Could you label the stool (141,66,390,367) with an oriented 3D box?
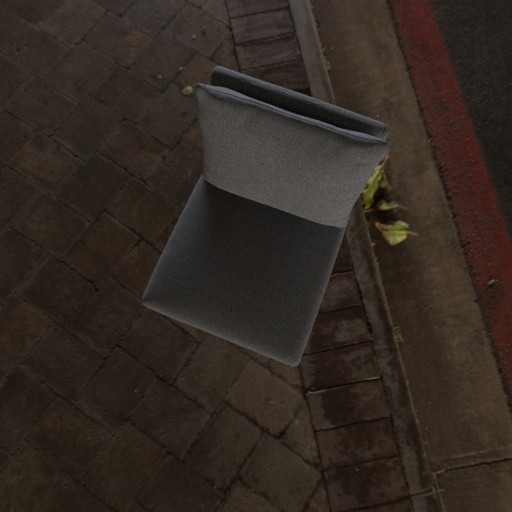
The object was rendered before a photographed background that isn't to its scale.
[{"bbox_3d":[0.000,0.000,1.430,0.463,1.130,0.569,21,78,5],"label":"stool"}]
